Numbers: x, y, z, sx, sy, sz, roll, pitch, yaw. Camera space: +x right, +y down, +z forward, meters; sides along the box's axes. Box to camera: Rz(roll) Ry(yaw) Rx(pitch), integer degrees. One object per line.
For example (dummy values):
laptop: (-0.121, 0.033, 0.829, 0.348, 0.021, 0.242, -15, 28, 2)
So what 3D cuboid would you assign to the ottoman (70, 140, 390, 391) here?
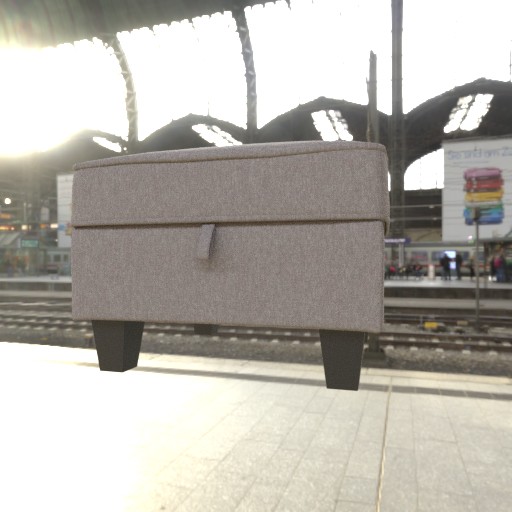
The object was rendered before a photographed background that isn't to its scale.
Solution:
ottoman: (0.000, 0.000, 1.401, 0.808, 0.612, 0.871, 0, -1, 16)
